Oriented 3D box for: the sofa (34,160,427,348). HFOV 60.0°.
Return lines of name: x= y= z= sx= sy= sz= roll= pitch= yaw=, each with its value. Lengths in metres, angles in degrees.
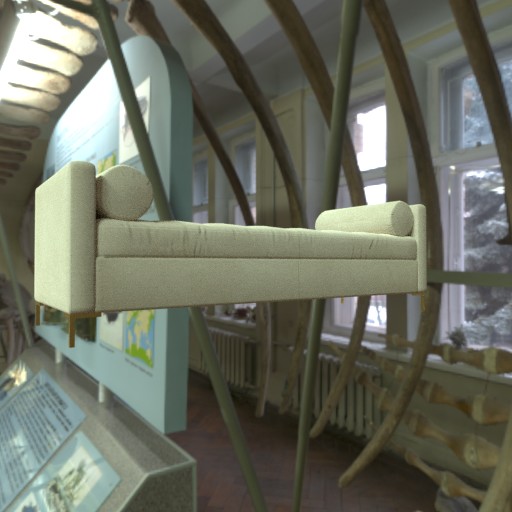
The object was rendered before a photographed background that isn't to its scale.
sofa: x=0.000 y=0.000 z=2.301 sx=1.981 sy=0.635 sz=0.686 roll=1 pitch=-1 yaw=-35
